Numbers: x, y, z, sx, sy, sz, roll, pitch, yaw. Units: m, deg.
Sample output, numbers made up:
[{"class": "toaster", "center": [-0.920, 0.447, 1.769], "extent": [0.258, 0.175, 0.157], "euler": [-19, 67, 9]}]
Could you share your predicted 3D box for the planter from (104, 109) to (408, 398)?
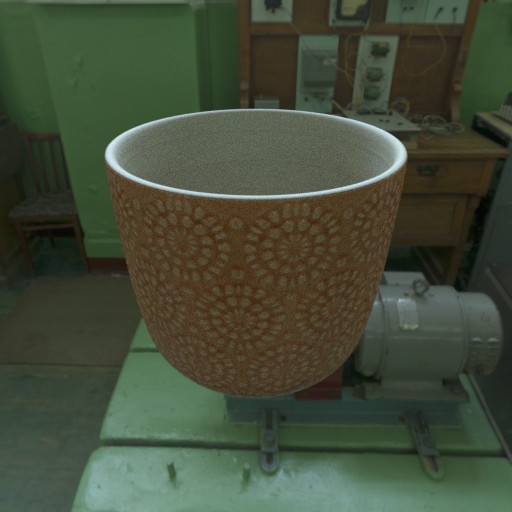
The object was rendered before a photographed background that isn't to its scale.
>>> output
[{"class": "planter", "center": [0.000, 0.000, 0.363], "extent": [0.208, 0.190, 0.208], "euler": [0, 31, 0]}]
